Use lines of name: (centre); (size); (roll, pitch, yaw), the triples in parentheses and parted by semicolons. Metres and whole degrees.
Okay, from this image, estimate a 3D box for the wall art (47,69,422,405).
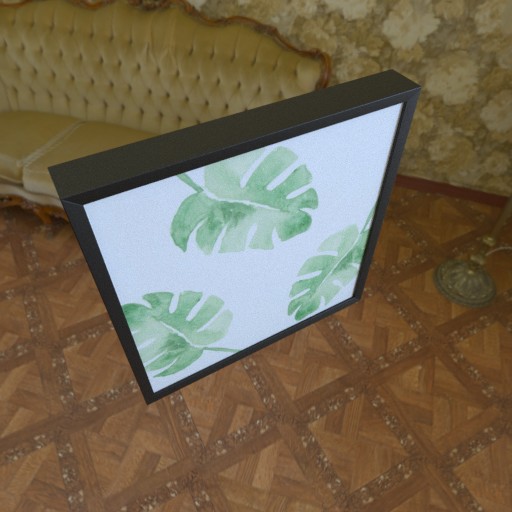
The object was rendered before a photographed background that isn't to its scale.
wall art: (0.000, 0.000, 0.452); (0.304, 0.304, 0.038); (-22, 51, -19)
